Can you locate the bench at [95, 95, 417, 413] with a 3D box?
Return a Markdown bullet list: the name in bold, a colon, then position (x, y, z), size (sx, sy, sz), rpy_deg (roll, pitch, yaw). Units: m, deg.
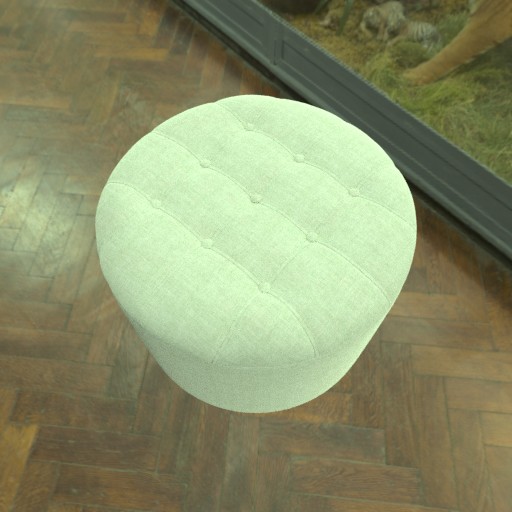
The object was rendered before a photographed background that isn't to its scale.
- **bench**: position (0.000, 0.000, 0.987), size (0.600, 0.453, 0.600), rpy_deg (0, 60, 0)
